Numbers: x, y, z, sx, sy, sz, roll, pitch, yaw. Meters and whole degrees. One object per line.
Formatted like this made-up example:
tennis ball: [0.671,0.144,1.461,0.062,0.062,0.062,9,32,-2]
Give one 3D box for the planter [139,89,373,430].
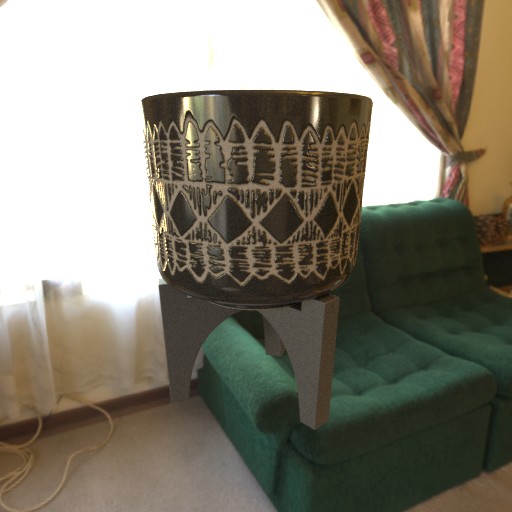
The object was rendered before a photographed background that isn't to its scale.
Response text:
planter: [0.000,0.000,0.533,0.251,0.355,0.251,-14,20,-41]
